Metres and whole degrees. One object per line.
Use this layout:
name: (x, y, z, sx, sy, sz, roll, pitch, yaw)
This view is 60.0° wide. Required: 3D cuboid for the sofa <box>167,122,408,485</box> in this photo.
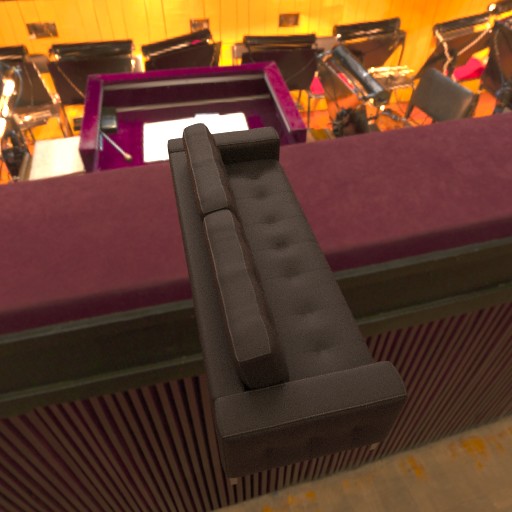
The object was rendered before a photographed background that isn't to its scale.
sofa: (0.000, 0.000, 2.689, 0.833, 0.893, 2.275, -10, 47, -9)
